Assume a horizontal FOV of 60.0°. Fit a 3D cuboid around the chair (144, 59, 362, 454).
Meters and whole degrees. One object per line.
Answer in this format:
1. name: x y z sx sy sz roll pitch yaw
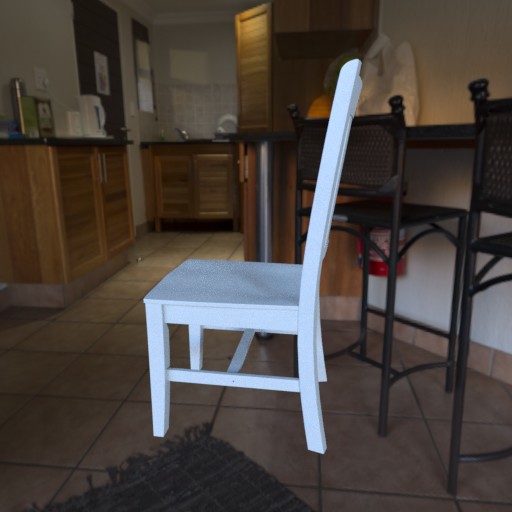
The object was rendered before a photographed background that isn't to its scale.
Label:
1. chair: 0.000 0.000 1.312 0.555 0.998 0.450 2 15 9
